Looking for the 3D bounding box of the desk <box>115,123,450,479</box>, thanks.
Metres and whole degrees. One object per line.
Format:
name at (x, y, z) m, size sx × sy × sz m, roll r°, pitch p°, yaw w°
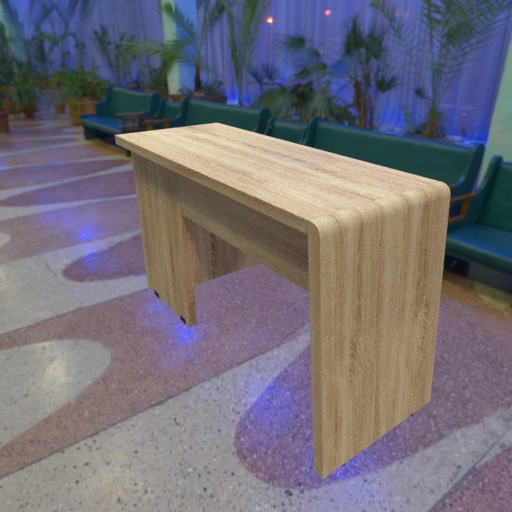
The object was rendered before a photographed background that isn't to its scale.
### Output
desk at (0.000, 0.000, 1.669) m, size 0.500 × 0.750 × 1.300 m, roll -18°, pitch 32°, yaw -32°
